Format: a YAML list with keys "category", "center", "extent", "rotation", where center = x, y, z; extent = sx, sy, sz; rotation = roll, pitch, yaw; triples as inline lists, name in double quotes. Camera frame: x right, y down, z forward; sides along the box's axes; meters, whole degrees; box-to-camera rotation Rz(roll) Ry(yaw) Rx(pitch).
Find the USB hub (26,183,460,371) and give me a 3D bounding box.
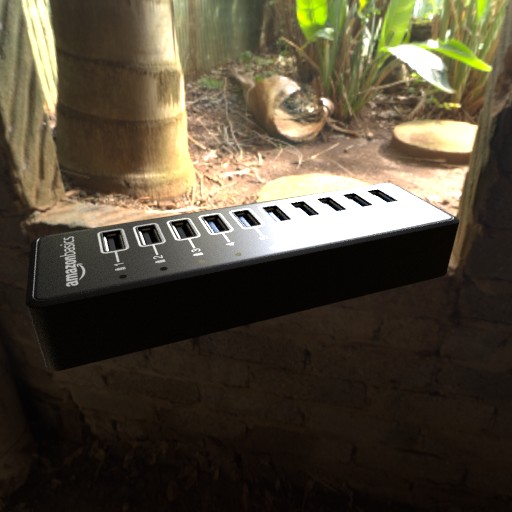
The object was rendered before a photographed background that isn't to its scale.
- category: "USB hub"
  center: [0.000, 0.000, 0.160]
  extent: [0.145, 0.023, 0.044]
  rotation: [-11, 32, -19]
